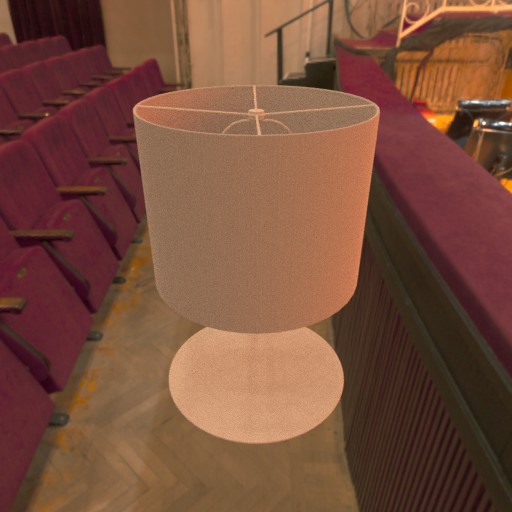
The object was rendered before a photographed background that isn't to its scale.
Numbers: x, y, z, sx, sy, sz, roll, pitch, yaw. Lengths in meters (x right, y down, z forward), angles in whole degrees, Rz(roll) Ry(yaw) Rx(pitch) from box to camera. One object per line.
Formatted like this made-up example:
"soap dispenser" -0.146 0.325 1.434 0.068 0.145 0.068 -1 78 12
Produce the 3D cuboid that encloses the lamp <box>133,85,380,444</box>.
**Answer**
"lamp" 0.000 0.000 0.679 0.299 0.454 0.341 -1 30 -1
